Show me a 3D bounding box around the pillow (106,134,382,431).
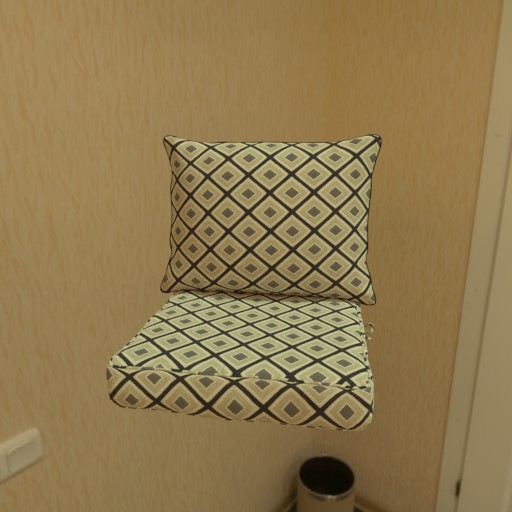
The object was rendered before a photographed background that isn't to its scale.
[{"bbox_3d":[0.000,0.000,1.367,0.798,0.722,0.733,3,16,9],"label":"pillow"}]
